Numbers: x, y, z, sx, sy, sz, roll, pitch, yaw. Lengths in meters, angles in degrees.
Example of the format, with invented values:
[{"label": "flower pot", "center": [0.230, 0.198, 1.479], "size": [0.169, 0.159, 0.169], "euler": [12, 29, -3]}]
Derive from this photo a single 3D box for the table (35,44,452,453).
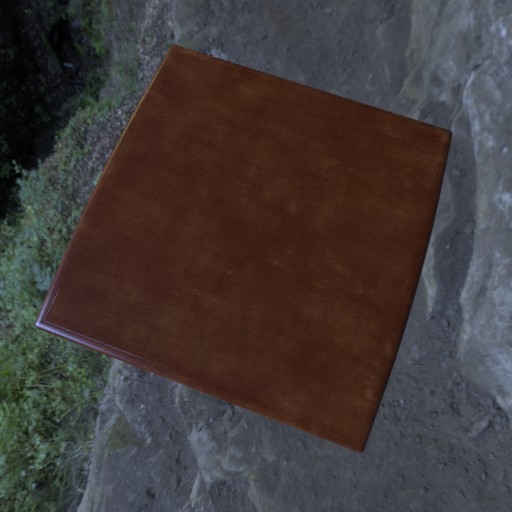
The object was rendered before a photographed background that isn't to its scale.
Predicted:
[{"label": "table", "center": [0.000, 0.000, 1.658], "size": [0.991, 0.754, 0.991], "euler": [19, 76, 5]}]
